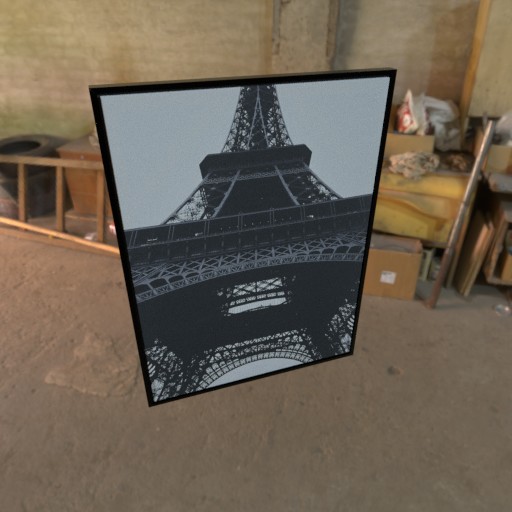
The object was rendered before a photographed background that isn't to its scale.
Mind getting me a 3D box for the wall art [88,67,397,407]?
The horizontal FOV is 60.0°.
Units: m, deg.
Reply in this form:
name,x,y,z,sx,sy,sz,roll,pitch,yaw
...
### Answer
name,x,y,z,sx,sy,sz,roll,pitch,yaw
wall art,0.000,0.000,1.396,0.805,1.062,0.040,-10,33,-16
